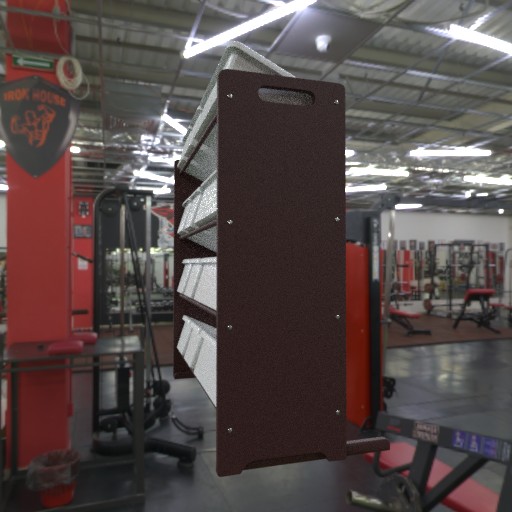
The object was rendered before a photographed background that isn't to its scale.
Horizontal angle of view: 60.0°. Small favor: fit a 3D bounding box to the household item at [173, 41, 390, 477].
[{"bbox_3d":[0.000,0.000,1.286,0.389,0.864,0.787,0,-1,-17],"label":"household item"}]
